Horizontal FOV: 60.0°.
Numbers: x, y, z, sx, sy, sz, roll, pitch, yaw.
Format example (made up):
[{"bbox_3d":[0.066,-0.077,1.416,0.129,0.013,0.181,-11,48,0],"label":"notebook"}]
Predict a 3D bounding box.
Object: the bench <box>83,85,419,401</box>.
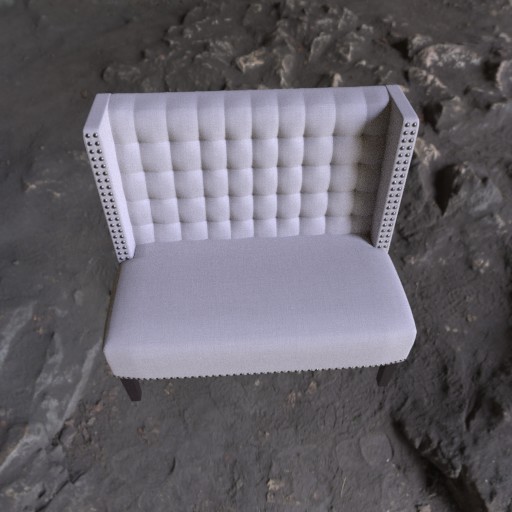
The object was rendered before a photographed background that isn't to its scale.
[{"bbox_3d":[0.000,0.000,1.944,1.280,1.123,0.847,-3,47,-2],"label":"bench"}]
